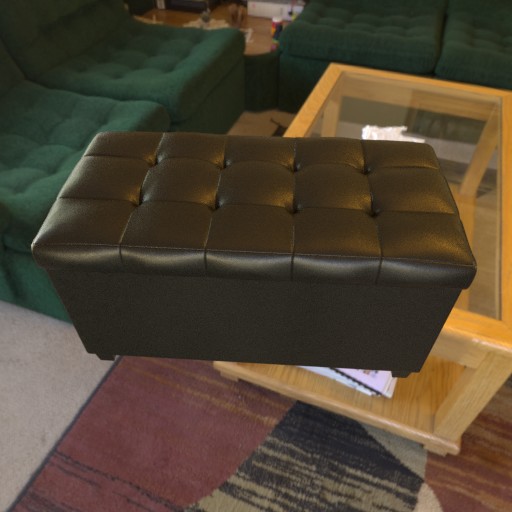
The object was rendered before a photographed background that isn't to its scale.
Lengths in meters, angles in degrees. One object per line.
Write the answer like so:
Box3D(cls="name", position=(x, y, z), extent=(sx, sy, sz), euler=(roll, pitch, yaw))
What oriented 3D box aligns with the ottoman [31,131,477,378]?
Box3D(cls="ottoman", position=(0.000, 0.000, 1.098), extent=(0.838, 0.470, 0.432), euler=(3, 46, 3))
